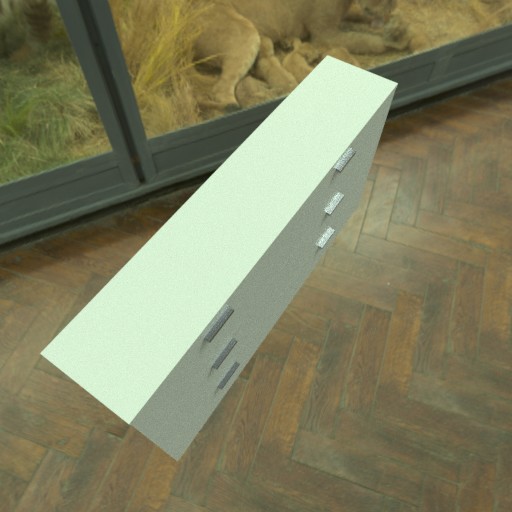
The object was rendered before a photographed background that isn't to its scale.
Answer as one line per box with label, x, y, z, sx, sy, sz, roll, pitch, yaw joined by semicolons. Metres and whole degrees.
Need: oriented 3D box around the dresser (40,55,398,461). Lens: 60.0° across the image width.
dresser;0.000;0.000;1.788;0.333;0.790;1.535;30;63;17
